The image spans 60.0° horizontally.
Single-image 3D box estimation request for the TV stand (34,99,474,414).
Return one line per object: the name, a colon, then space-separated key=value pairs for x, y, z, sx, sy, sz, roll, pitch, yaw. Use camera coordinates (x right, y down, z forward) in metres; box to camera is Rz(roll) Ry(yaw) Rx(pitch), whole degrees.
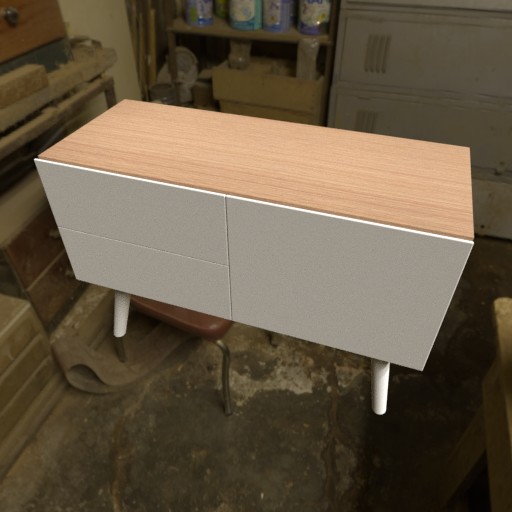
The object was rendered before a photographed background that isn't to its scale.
TV stand: x=0.000 y=0.000 z=1.299 sx=0.991 sy=0.660 sz=0.407 roll=13 pitch=42 yaw=15
